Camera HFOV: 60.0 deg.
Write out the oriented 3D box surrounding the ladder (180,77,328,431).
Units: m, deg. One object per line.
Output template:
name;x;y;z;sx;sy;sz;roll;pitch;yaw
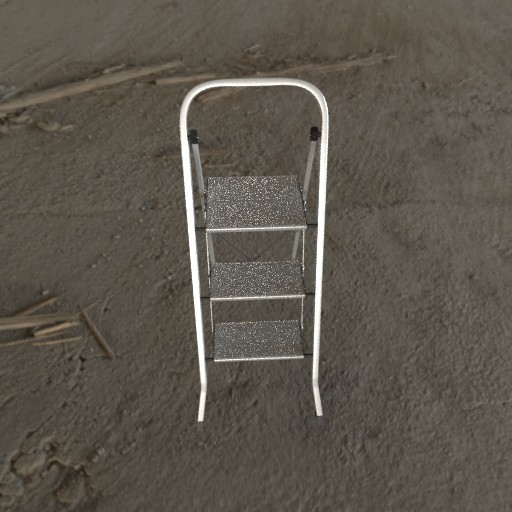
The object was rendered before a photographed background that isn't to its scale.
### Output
ladder;0.000;0.000;1.472;0.465;1.070;0.704;-2;46;-2
